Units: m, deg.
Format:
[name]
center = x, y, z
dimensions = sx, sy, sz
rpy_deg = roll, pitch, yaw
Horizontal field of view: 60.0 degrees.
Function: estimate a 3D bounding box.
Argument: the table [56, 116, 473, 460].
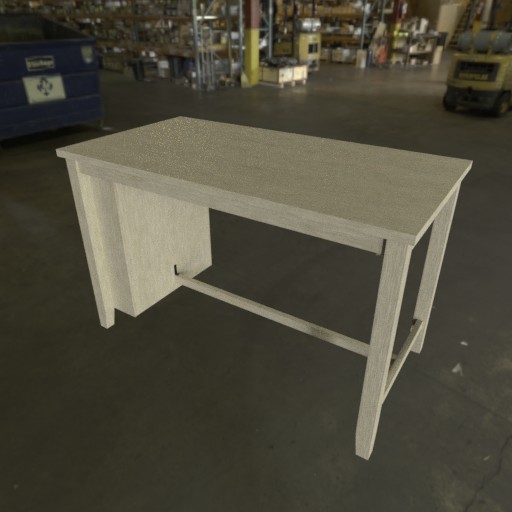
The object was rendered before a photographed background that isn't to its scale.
[table]
center = 0.000, 0.000, 1.882
dimensions = 1.397, 0.874, 0.729
rpy_deg = 18, 34, 28
